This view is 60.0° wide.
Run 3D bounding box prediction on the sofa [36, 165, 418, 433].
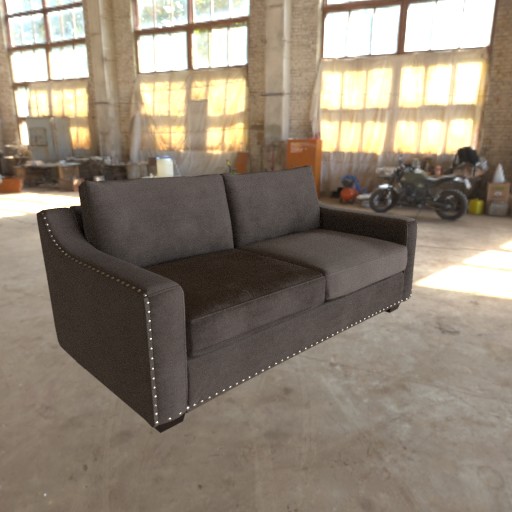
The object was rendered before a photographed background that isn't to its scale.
[{"bbox_3d":[0.000,0.000,3.266,2.550,1.196,1.336,-14,21,-42],"label":"sofa"}]
